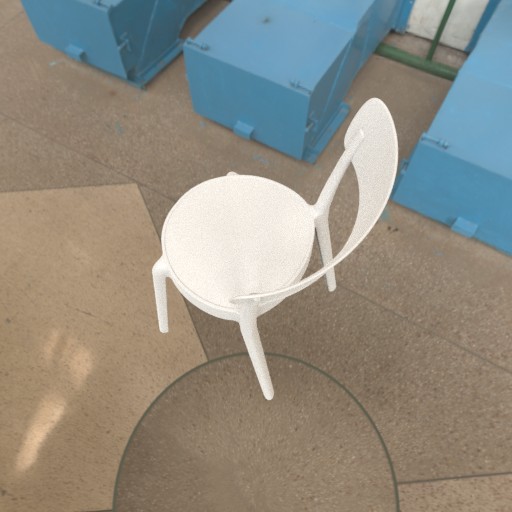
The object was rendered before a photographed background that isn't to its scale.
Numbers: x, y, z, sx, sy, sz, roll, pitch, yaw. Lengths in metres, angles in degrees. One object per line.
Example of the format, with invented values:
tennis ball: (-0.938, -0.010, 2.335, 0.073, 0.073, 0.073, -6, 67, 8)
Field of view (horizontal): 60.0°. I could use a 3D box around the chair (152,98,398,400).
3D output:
chair: (0.000, 0.000, 1.148, 0.491, 0.790, 0.506, 28, 66, 14)
